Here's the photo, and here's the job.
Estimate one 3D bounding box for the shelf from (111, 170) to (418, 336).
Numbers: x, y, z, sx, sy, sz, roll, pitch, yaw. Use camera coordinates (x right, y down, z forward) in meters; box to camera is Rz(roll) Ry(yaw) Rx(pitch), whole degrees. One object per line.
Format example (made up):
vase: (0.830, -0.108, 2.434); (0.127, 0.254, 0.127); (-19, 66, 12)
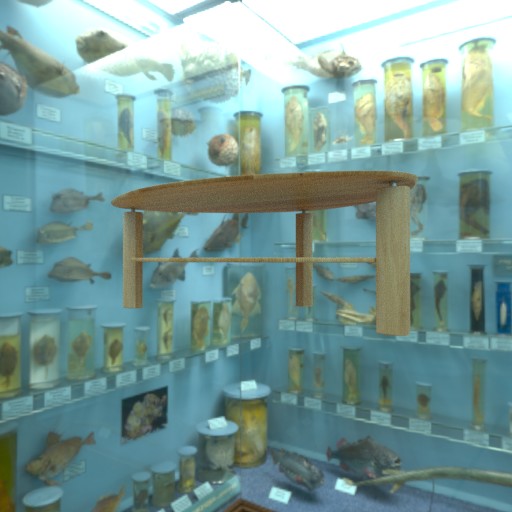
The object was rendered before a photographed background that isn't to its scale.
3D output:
shelf: (0.000, 0.000, 1.670); (1.246, 0.440, 0.845); (0, 0, 36)
